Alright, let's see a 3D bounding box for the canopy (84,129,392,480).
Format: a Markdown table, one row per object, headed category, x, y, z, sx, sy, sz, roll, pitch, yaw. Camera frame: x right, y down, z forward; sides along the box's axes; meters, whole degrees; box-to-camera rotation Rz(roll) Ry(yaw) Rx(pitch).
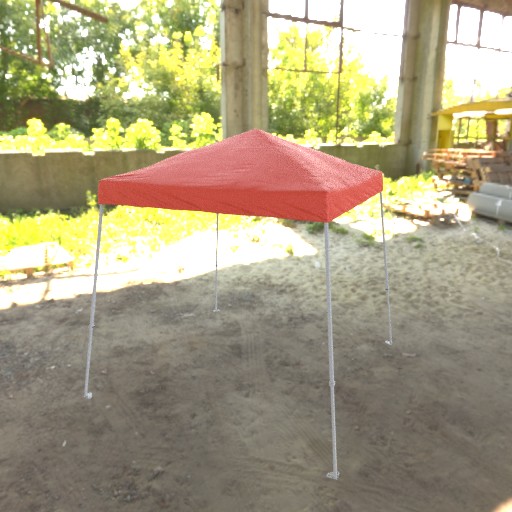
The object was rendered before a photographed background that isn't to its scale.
| category | x | y | z | sx | sy | sz | roll | pitch | yaw |
| --- | --- | --- | --- | --- | --- | --- | --- | --- | --- |
| canopy | 0.000 | 0.000 | 5.162 | 2.850 | 2.850 | 2.849 | 7 | 16 | 25 |
